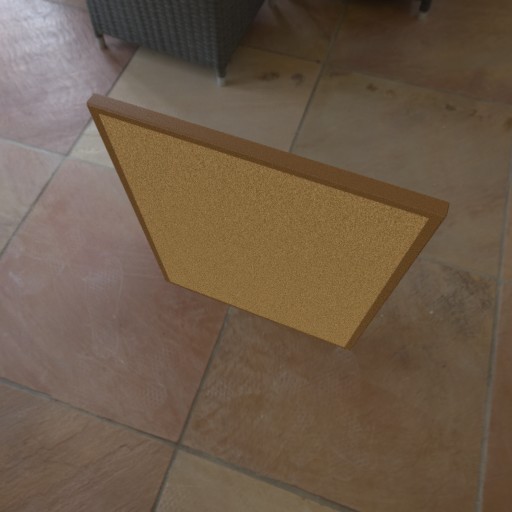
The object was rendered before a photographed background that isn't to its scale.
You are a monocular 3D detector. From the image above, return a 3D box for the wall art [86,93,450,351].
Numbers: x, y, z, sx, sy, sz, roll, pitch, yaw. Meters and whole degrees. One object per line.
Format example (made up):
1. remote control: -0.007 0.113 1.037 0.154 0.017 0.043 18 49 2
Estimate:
1. wall art: 0.000 0.000 0.762 0.449 0.550 0.021 20 65 10
